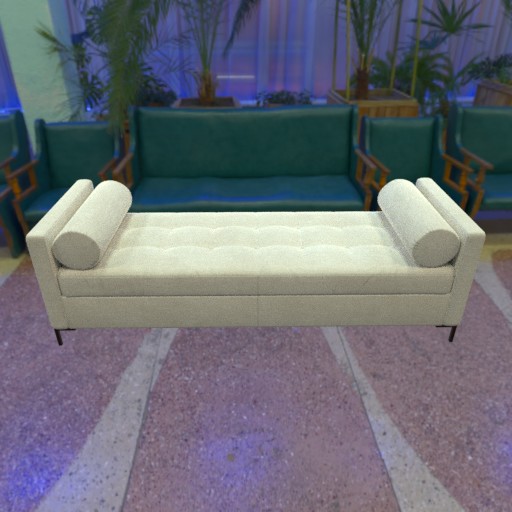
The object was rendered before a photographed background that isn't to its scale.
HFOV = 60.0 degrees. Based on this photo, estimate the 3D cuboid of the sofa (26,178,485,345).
[{"bbox_3d":[0.000,0.000,2.335,1.981,0.635,0.686,0,30,-1],"label":"sofa"}]
